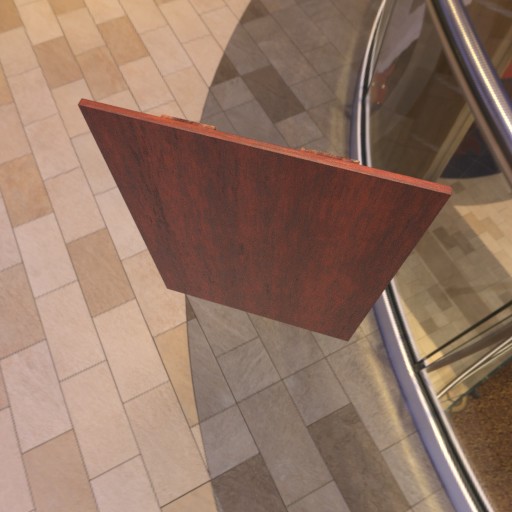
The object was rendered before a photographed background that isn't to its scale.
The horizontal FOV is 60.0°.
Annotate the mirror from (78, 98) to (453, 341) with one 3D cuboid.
[{"bbox_3d":[0.000,0.000,1.047,0.600,0.805,0.021,15,65,7],"label":"mirror"}]
